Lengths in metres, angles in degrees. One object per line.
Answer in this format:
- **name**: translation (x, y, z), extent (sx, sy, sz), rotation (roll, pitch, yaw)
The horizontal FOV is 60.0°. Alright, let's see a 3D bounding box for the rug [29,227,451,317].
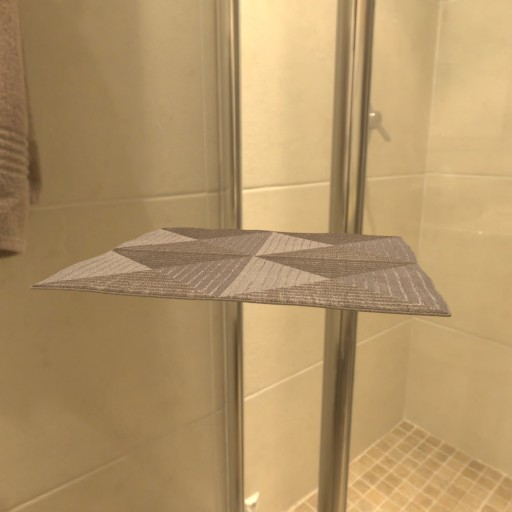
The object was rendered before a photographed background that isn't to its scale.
- **rug**: translation (0.000, 0.000, 0.907), extent (0.642, 0.008, 0.551), rotation (3, 14, 11)
